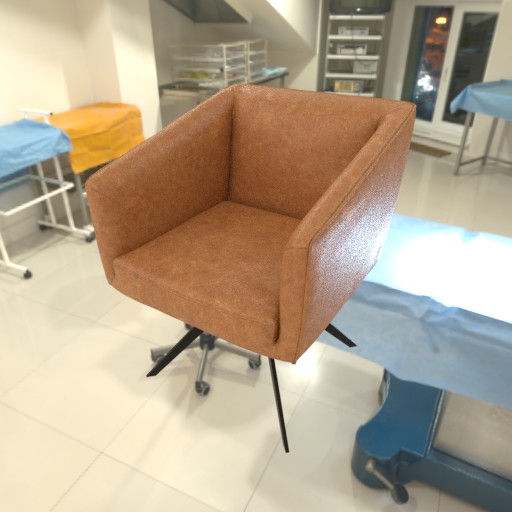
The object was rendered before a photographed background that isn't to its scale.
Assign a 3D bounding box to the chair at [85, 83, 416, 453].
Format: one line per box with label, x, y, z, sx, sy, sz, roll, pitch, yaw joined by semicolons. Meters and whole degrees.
chair;0.000;0.000;1.204;0.588;0.760;0.625;18;35;28
